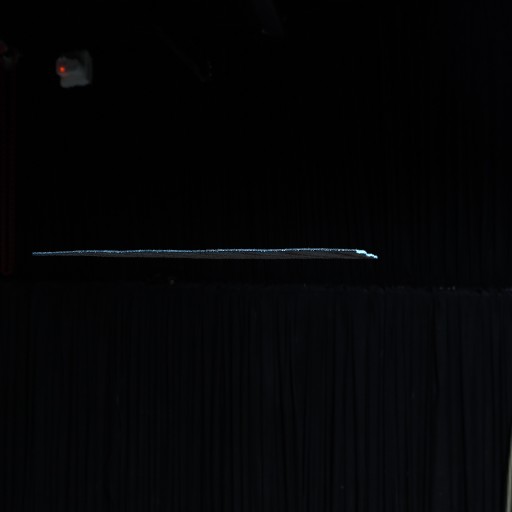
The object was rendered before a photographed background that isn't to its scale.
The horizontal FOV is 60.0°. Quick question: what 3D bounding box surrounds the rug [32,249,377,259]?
[{"bbox_3d":[0.000,0.000,2.351,1.195,0.014,1.847,0,-1,17],"label":"rug"}]
